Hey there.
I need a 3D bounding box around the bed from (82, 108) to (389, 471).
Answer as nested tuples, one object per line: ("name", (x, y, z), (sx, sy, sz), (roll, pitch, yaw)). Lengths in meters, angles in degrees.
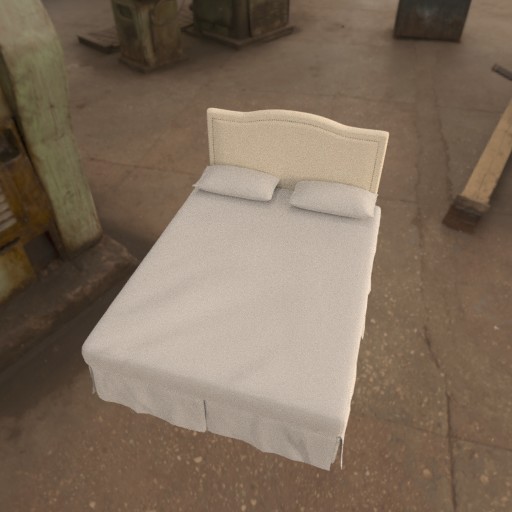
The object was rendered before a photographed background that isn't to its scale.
("bed", (0.000, 0.000, 3.643), (1.977, 1.437, 2.477), (12, 44, 12))
